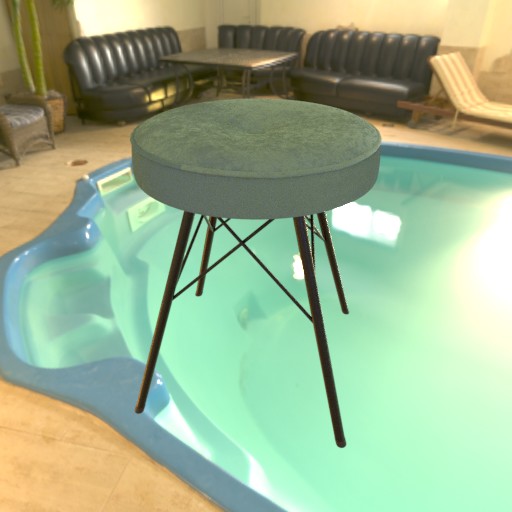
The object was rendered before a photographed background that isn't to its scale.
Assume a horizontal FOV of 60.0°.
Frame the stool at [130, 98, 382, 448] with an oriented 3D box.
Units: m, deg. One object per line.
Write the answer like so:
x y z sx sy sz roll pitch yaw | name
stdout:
0.000 0.000 0.857 0.458 0.519 0.457 10 33 17 | stool
